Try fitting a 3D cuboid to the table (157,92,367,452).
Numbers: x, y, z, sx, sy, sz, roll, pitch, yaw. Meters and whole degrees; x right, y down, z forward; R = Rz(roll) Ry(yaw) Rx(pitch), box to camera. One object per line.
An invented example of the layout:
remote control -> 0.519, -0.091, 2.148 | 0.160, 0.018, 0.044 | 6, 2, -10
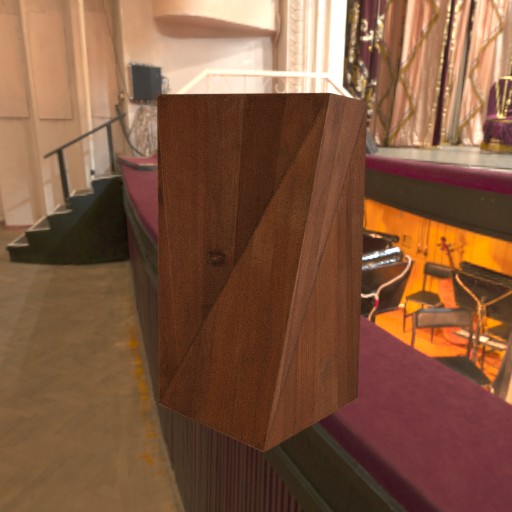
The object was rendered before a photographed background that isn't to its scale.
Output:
table -> 0.000, 0.000, 0.908 | 0.425, 0.604, 0.441 | -8, 18, -26
